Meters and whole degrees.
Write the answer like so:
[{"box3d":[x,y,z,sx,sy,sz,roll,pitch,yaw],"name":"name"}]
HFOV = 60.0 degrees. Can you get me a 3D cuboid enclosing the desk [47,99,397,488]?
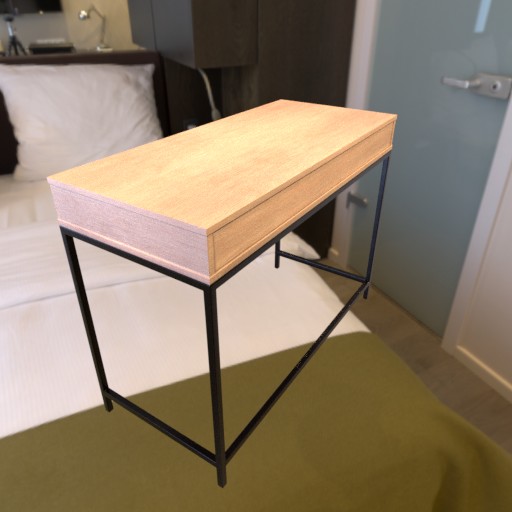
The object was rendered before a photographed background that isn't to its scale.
[{"box3d":[0.000,0.000,1.438,0.470,0.762,1.016,19,35,29],"name":"desk"}]
